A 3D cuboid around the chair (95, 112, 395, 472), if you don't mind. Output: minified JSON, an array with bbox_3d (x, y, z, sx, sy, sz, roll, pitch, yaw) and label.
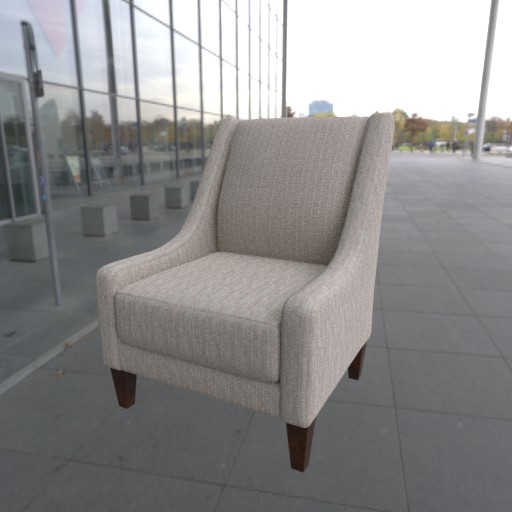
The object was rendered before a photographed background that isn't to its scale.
[{"bbox_3d":[0.000,0.000,1.608,0.774,1.014,0.870,7,16,27],"label":"chair"}]
